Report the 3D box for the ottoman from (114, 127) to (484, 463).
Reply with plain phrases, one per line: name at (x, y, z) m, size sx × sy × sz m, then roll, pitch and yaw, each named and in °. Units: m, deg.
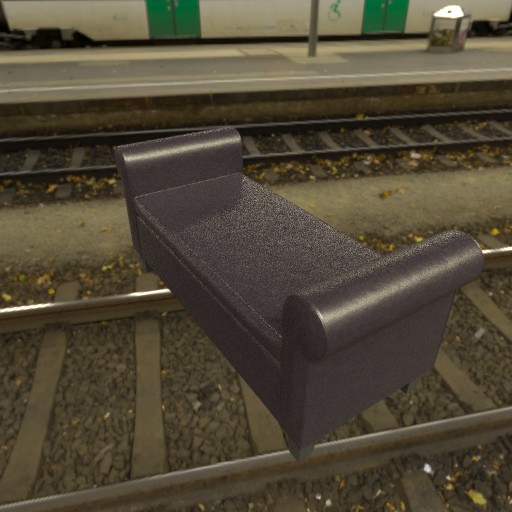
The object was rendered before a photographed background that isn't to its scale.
ottoman at (0.000, 0.000, 1.514) m, size 0.521 × 0.547 × 1.256 m, roll -19°, pitch 36°, yaw -28°
